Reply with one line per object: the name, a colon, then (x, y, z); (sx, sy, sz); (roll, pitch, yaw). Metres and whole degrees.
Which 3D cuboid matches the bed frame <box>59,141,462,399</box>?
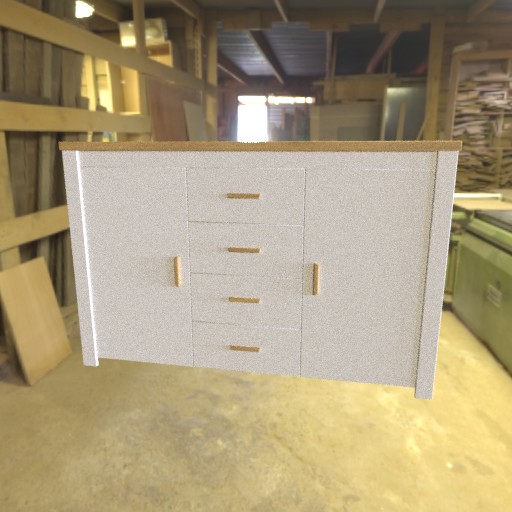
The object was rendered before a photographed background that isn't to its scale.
bed frame: (0.000, 0.000, 1.709); (1.300, 0.850, 0.430); (3, 14, 11)
